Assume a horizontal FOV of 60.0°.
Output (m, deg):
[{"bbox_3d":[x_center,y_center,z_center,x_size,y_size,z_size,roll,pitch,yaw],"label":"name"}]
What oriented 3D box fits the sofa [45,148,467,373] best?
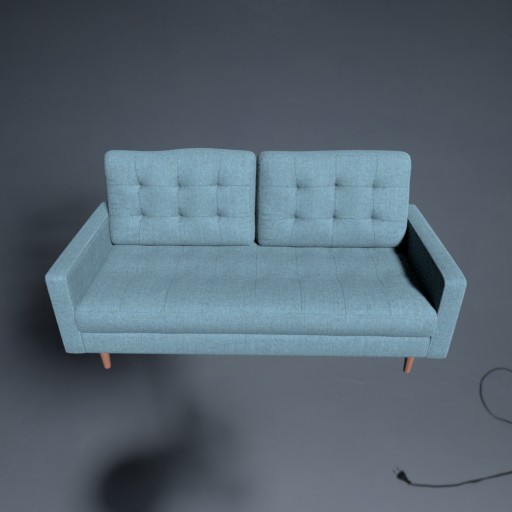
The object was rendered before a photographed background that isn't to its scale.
[{"bbox_3d":[0.000,0.000,2.537,2.010,1.050,0.966,1,31,1],"label":"sofa"}]
